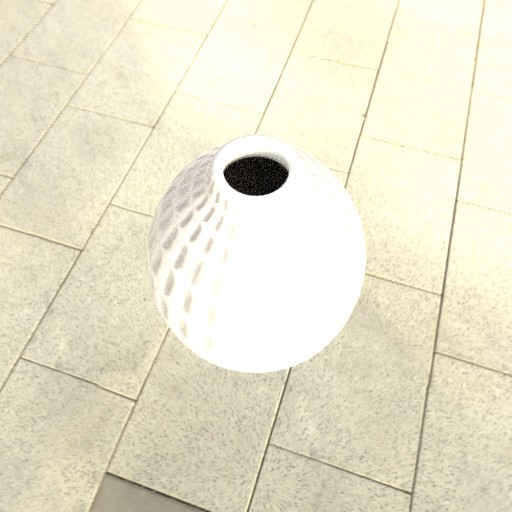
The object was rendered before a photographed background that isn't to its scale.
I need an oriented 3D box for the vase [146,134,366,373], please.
[{"bbox_3d":[0.000,0.000,0.263,0.128,0.167,0.128,0,63,0],"label":"vase"}]
